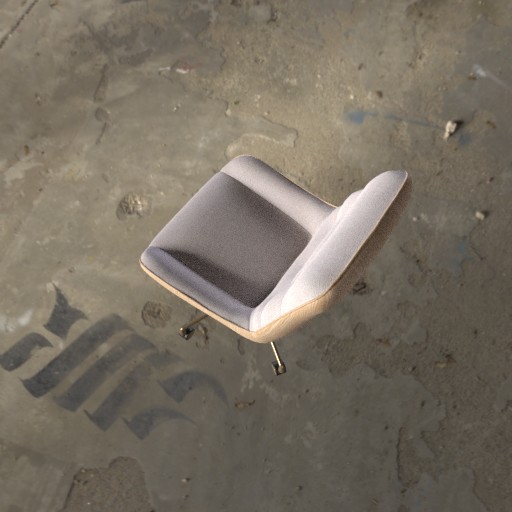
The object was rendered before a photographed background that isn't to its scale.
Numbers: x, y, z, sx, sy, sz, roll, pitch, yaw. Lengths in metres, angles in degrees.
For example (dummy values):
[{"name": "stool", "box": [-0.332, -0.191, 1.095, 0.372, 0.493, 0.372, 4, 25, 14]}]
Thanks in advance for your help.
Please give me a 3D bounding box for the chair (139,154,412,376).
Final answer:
[{"name": "chair", "box": [0.000, 0.000, 1.422, 0.668, 0.952, 0.564, 33, 68, 15]}]
